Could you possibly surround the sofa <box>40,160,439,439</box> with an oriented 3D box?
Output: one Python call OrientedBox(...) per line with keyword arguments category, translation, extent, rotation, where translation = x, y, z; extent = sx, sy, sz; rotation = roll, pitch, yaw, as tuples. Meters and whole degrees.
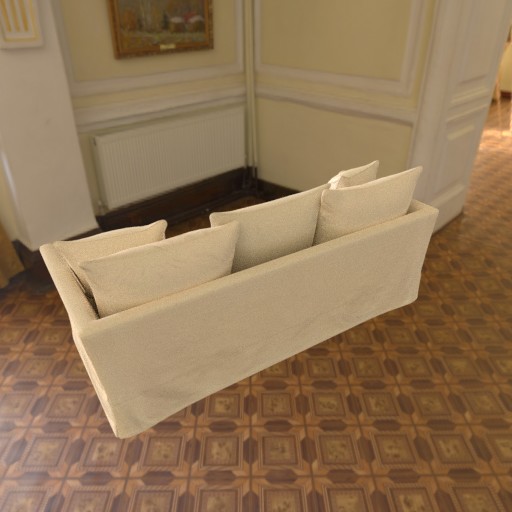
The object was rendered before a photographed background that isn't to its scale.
OrientedBox(category="sofa", translation=(0.000, 0.000, 3.007), extent=(2.484, 1.042, 1.030), rotation=(-18, 35, -28))
